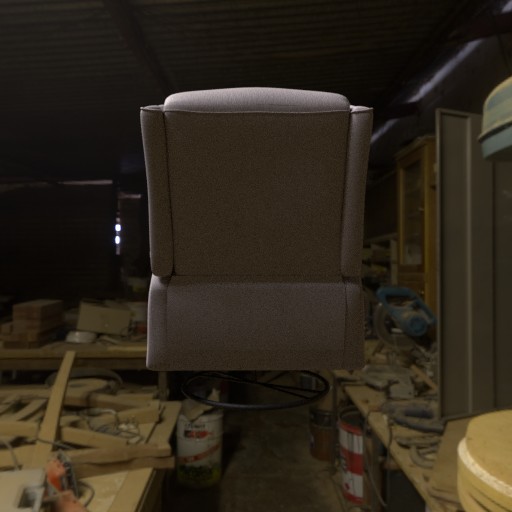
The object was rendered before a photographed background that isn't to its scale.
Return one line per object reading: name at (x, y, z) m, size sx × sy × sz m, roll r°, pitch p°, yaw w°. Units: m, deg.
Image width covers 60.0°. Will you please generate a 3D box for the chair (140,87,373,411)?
chair at (0.000, 0.000, 1.729) m, size 0.847 × 1.011 × 0.969 m, roll 0°, pitch 0°, yaw -1°
